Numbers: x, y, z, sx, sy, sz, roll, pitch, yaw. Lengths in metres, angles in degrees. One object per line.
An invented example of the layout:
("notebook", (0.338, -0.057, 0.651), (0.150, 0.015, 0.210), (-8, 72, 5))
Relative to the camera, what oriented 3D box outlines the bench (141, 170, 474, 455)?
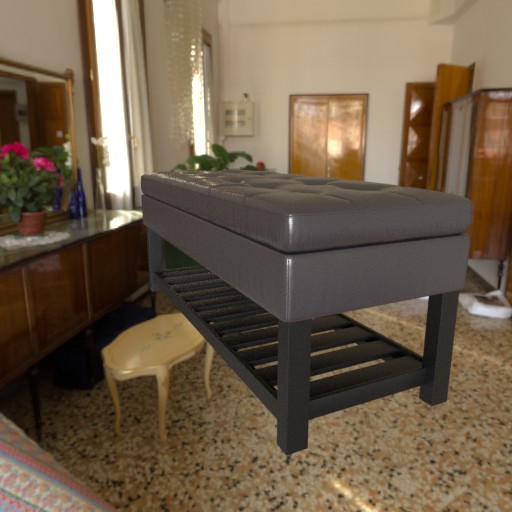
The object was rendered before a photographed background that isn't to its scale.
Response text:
("bench", (0.000, 0.000, 1.297), (0.432, 0.460, 1.105), (-7, 15, -25))
